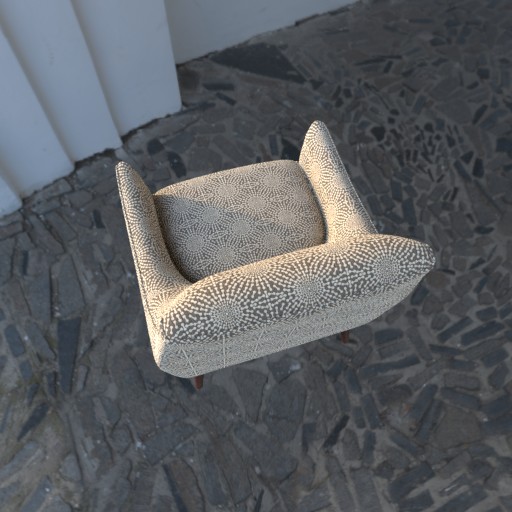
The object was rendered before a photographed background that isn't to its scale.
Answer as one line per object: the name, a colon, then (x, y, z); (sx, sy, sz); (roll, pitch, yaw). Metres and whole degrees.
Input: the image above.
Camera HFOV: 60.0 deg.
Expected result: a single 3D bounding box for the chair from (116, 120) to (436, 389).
chair: (0.000, 0.000, 1.464); (0.762, 0.838, 0.787); (-15, 59, -9)
